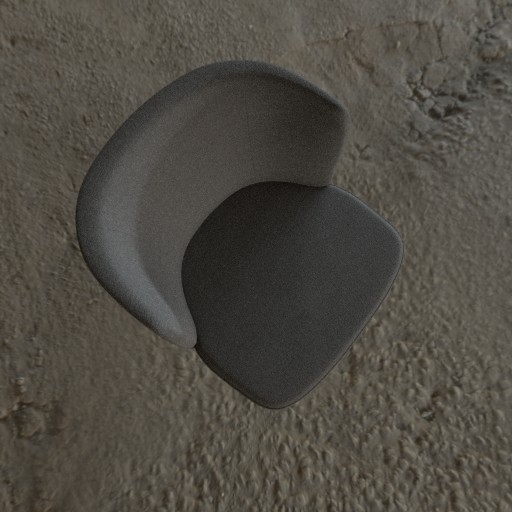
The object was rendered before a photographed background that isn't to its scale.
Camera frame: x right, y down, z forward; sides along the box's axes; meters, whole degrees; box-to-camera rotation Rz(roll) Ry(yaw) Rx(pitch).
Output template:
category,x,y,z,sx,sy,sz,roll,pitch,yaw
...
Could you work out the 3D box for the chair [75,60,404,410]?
category,x,y,z,sx,sy,sz,roll,pitch,yaw
chair,0.000,0.000,1.229,0.698,0.695,0.639,38,78,10
